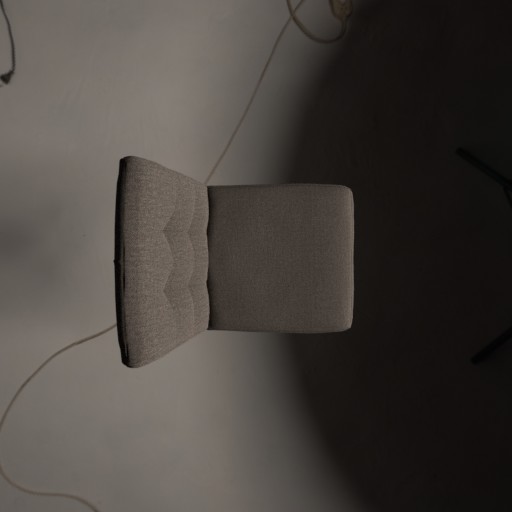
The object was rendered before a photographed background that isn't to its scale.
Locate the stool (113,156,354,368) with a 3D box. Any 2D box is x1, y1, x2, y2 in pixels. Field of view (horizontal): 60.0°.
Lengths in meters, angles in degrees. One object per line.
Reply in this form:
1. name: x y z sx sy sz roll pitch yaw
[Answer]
1. stool: 0.000 0.000 1.350 0.548 1.047 0.411 0 91 0
